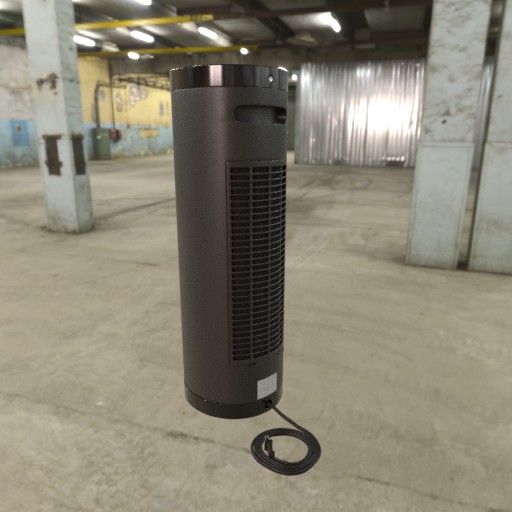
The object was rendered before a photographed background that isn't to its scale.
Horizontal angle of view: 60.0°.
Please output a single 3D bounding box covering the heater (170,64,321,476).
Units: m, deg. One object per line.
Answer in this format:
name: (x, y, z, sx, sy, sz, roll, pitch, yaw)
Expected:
heater: (0.000, 0.000, 0.693, 0.174, 0.552, 0.312, -14, 20, -42)
